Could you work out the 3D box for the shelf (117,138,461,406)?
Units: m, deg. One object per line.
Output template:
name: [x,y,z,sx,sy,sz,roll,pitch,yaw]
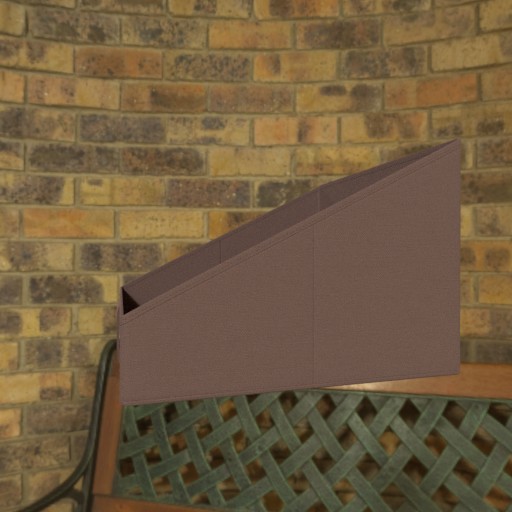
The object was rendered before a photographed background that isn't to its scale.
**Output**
shelf: [0.000,0.000,0.486,0.292,0.210,0.292,0,0,-17]
